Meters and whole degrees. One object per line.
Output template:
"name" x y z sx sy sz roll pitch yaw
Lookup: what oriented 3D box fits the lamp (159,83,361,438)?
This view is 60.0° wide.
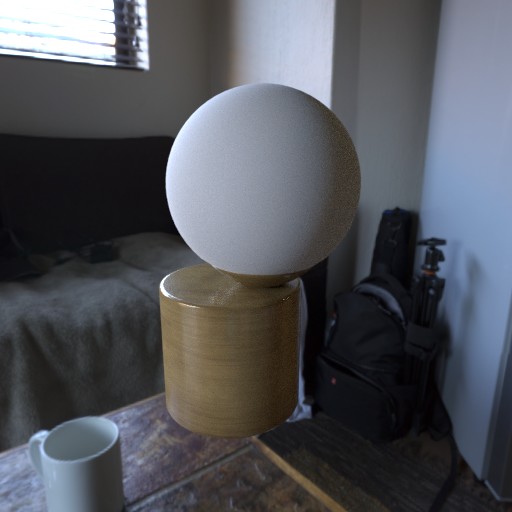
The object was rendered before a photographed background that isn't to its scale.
"lamp" 0.000 0.000 0.344 0.152 0.250 0.141 2 16 7
